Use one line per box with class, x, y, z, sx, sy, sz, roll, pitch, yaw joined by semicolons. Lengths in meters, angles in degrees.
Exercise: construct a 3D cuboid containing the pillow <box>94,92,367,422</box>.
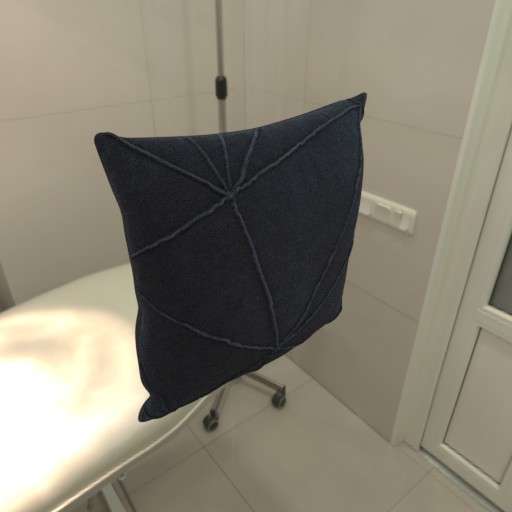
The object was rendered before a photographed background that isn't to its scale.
pillow;0.000;0.000;0.674;0.439;0.440;0.183;-22;37;-32
